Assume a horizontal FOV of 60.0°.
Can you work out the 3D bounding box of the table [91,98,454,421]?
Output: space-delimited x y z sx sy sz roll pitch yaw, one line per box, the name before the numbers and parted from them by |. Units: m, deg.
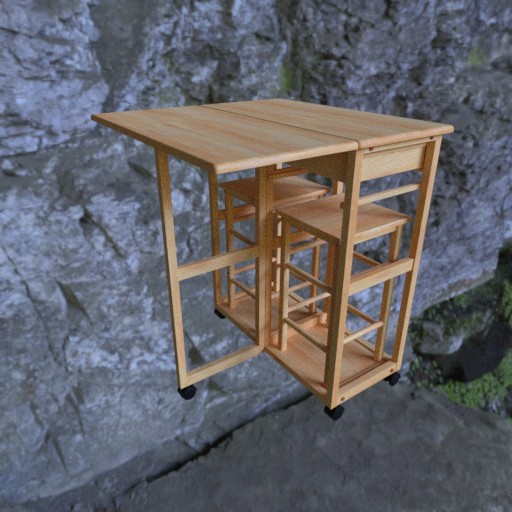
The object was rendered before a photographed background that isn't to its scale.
table | 0.000 0.000 1.388 0.693 0.832 0.752 -17 31 -31
